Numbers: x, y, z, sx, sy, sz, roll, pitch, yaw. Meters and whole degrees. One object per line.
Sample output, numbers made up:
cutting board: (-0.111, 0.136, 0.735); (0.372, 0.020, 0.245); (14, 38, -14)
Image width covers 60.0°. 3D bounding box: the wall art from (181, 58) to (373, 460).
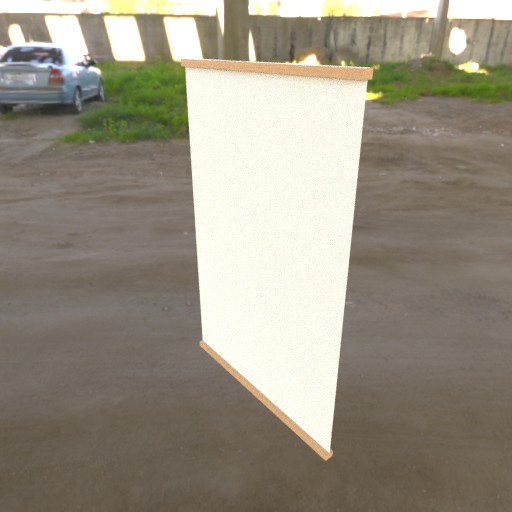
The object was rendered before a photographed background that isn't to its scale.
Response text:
wall art: (0.000, 0.000, 1.272); (0.027, 1.020, 0.669); (-19, 32, -34)
